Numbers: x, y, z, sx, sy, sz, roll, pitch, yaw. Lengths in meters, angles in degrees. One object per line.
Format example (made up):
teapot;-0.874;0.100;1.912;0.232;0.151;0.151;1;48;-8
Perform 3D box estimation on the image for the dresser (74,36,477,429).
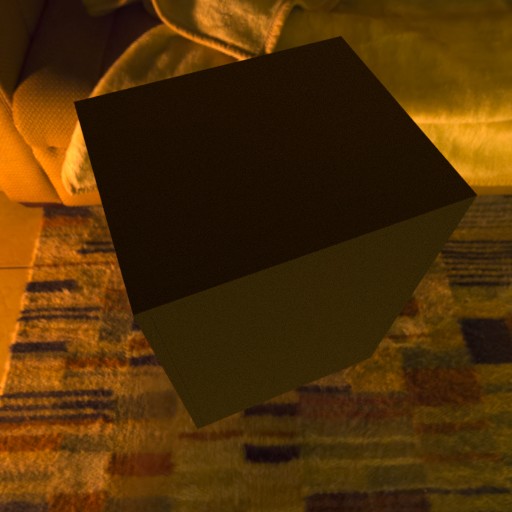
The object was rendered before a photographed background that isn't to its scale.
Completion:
dresser;0.000;0.000;0.792;0.400;0.560;0.360;-19;60;-11
